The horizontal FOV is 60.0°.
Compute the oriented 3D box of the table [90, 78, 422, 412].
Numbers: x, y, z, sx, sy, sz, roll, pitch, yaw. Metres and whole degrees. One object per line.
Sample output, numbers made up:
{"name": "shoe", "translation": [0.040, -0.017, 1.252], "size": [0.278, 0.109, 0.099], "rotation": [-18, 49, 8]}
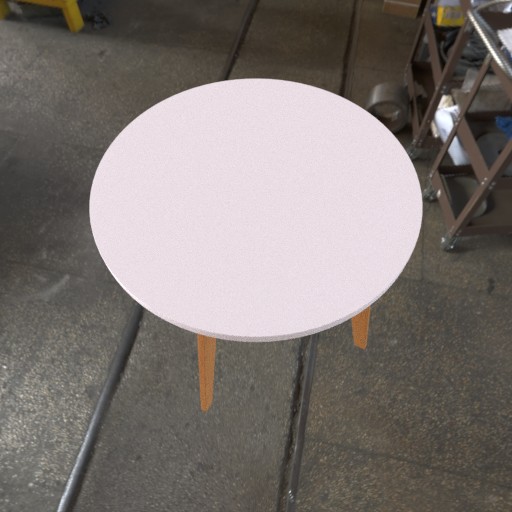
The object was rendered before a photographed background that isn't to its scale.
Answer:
{"name": "table", "translation": [0.000, 0.000, 1.538], "size": [0.896, 0.762, 0.896], "rotation": [0, 58, 0]}
